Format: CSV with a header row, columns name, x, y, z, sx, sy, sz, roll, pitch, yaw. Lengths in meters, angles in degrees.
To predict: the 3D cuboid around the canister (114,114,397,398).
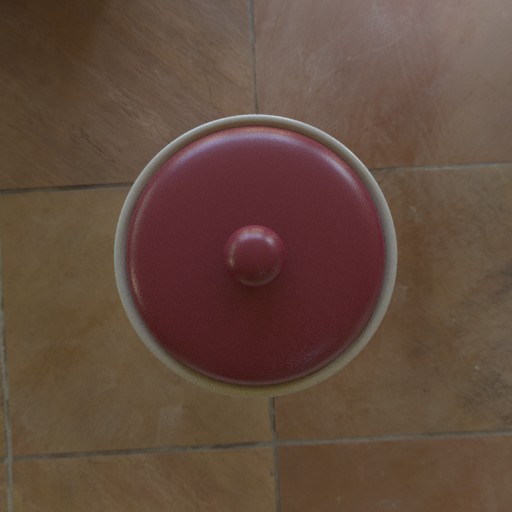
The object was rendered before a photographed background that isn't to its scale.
name,x,y,z,sx,sy,sz,roll,pitch,yaw
canister,0.000,0.000,0.341,0.181,0.211,0.181,0,90,0
